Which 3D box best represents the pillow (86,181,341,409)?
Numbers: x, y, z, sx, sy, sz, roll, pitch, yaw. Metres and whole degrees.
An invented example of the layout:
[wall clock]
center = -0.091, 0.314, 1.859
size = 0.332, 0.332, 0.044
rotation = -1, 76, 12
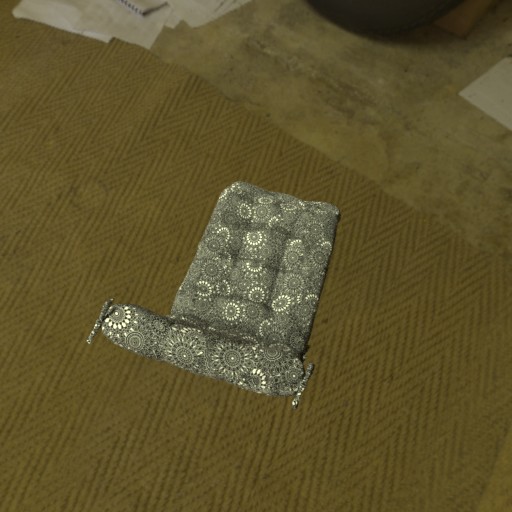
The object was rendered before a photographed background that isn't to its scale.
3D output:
[pillow]
center = 0.000, 0.000, 1.528
size = 0.526, 0.863, 1.016
rotation = 16, 65, 8
